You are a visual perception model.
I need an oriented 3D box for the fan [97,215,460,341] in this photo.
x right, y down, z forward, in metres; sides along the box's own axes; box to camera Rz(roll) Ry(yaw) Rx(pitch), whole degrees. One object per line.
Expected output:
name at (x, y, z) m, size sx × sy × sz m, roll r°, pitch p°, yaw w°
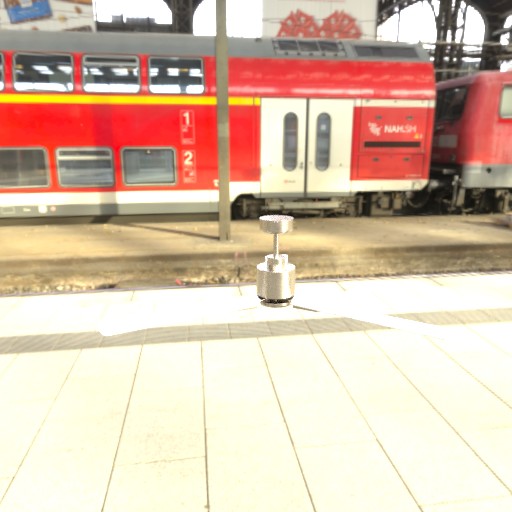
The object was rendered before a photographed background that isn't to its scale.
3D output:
fan at (0.000, 0.000, 2.383) m, size 1.561 × 0.446 × 1.531 m, roll -2°, pitch 15°, yaw -10°
